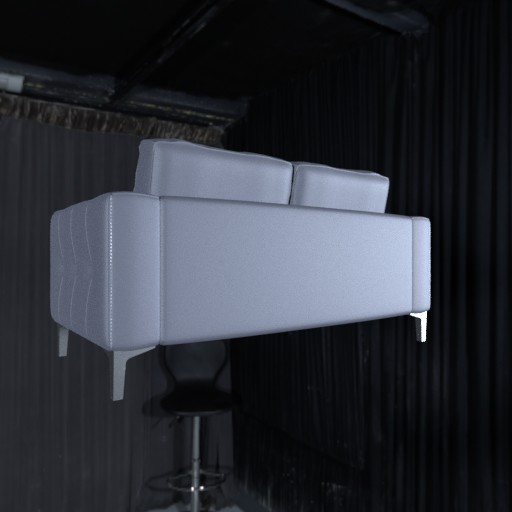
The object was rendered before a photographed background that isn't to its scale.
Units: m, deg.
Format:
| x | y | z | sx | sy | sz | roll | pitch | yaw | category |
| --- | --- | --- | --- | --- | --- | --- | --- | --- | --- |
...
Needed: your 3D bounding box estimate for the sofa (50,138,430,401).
| x | y | z | sx | sy | sz | roll | pitch | yaw | category |
| --- | --- | --- | --- | --- | --- | --- | --- | --- | --- |
| 0.000 | 0.000 | 2.162 | 1.726 | 0.893 | 0.833 | 0 | 0 | -36 | sofa |
